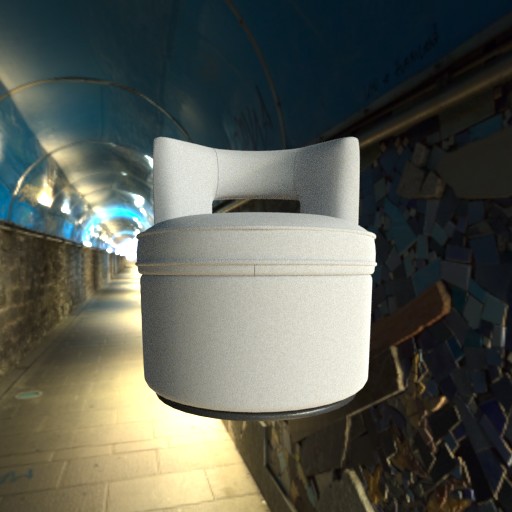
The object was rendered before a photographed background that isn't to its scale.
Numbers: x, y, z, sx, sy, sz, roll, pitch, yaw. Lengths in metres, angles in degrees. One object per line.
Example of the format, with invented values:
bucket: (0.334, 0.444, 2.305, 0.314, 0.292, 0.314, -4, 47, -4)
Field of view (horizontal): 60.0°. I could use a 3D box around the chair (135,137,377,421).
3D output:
chair: (0.000, 0.000, 1.237, 0.650, 0.723, 0.665, 0, 0, 0)
